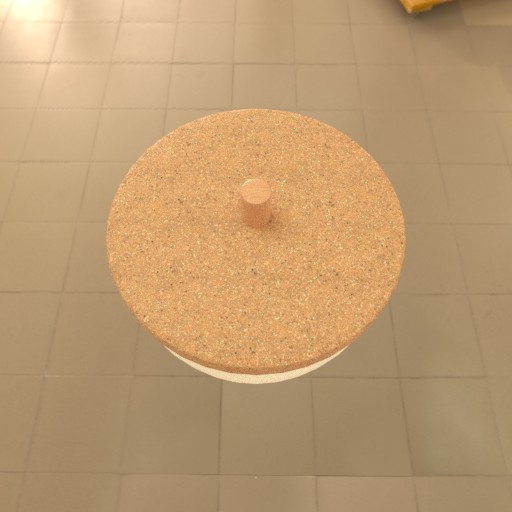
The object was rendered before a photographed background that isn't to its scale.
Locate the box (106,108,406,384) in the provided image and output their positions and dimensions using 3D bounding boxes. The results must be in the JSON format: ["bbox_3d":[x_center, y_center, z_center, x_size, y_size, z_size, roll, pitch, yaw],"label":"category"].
[{"bbox_3d":[0.000,0.000,0.185,0.107,0.094,0.107,0,63,0],"label":"box"}]
